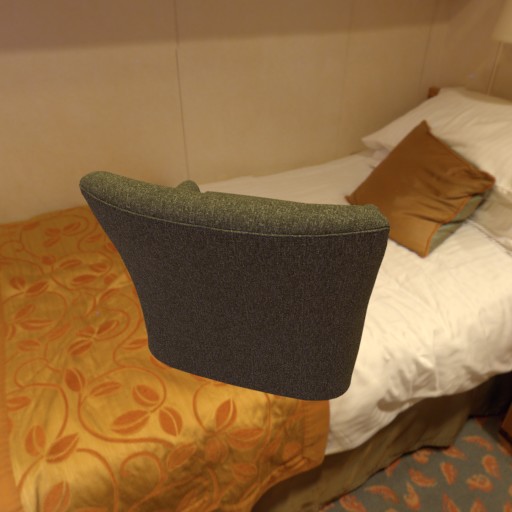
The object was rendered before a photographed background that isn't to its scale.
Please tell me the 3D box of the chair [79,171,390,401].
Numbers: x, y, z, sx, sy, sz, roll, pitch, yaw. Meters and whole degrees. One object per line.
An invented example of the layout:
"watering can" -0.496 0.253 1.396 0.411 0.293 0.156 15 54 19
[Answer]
"chair" 0.000 0.000 1.609 0.864 0.856 0.923 10 35 14
